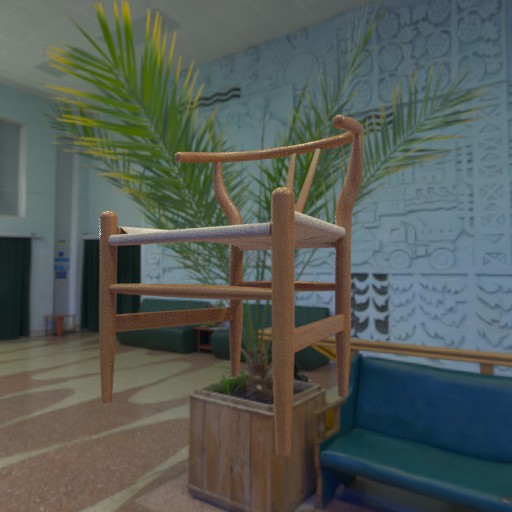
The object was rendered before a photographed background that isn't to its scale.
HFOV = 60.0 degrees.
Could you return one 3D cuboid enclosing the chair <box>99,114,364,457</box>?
[{"bbox_3d":[0.000,0.000,1.172,0.569,0.730,0.579,-1,-2,37],"label":"chair"}]
